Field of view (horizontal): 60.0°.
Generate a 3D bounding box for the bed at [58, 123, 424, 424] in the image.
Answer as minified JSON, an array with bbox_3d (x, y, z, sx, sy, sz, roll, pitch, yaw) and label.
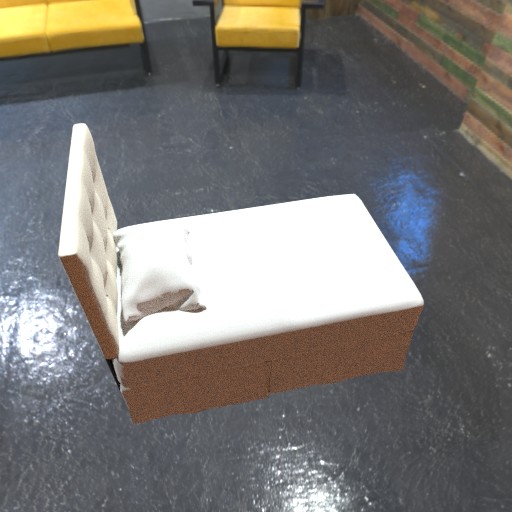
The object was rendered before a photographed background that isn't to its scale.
[{"bbox_3d":[0.000,0.000,2.946,1.997,1.571,1.261,-9,46,-9],"label":"bed"}]
